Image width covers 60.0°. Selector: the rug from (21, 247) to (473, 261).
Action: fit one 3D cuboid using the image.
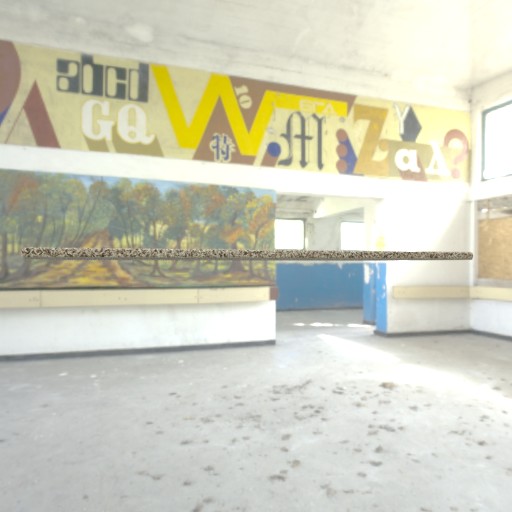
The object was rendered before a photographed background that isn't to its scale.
[{"bbox_3d":[0.000,0.000,1.704,1.524,0.030,0.609,0,-1,-19],"label":"rug"}]
